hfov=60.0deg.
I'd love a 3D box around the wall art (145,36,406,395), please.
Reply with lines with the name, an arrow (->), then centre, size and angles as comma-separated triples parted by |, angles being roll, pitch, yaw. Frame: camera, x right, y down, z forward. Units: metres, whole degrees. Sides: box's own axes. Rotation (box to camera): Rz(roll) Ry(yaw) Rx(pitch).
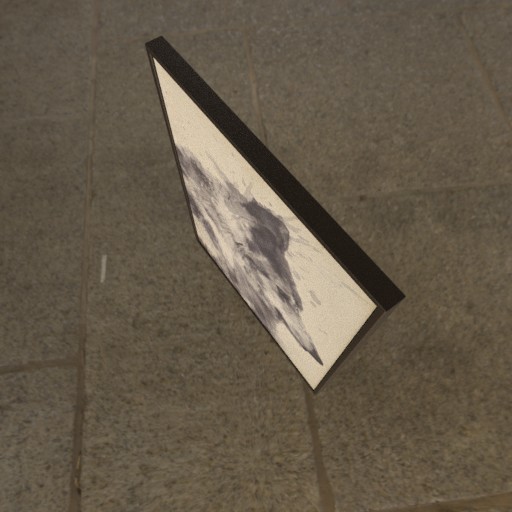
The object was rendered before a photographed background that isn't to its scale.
wall art -> 0.000, 0.000, 0.748 | 0.028, 0.551, 0.451 | -34, 69, -15
